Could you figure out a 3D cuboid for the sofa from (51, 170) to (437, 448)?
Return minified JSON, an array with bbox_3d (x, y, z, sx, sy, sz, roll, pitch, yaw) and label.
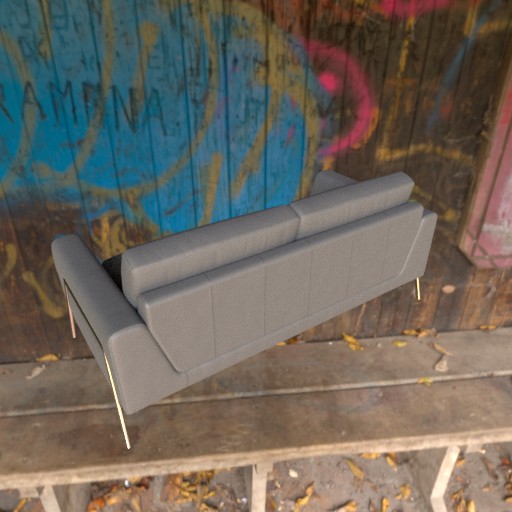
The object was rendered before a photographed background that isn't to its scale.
[{"bbox_3d":[0.000,0.000,2.574,2.017,0.875,0.953,-19,35,-29],"label":"sofa"}]
